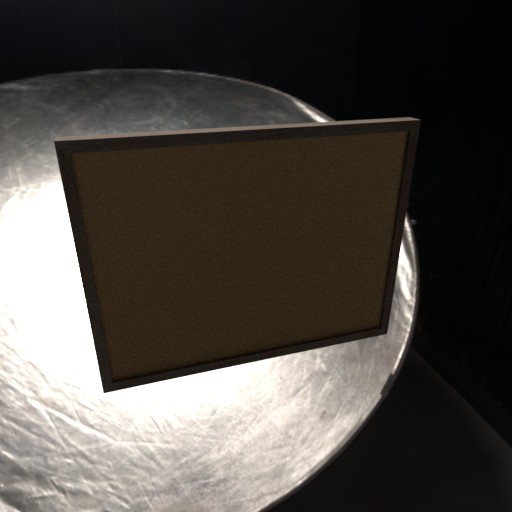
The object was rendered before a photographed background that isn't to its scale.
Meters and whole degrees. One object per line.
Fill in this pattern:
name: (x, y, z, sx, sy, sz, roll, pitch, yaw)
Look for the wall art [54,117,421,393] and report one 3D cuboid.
wall art: (0.000, 0.000, 1.787, 1.320, 1.009, 0.070, -8, 27, -16)
